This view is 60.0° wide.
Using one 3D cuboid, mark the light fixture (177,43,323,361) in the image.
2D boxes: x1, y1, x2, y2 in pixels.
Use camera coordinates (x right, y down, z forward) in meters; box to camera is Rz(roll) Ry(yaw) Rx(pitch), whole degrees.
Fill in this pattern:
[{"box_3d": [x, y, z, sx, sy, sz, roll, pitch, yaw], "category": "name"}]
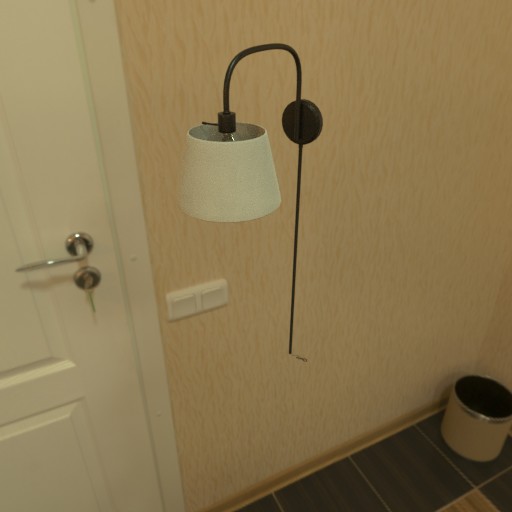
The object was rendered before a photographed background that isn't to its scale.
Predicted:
[{"box_3d": [0.000, 0.000, 0.464, 0.092, 0.399, 0.176, 19, 35, 29], "category": "light fixture"}]
